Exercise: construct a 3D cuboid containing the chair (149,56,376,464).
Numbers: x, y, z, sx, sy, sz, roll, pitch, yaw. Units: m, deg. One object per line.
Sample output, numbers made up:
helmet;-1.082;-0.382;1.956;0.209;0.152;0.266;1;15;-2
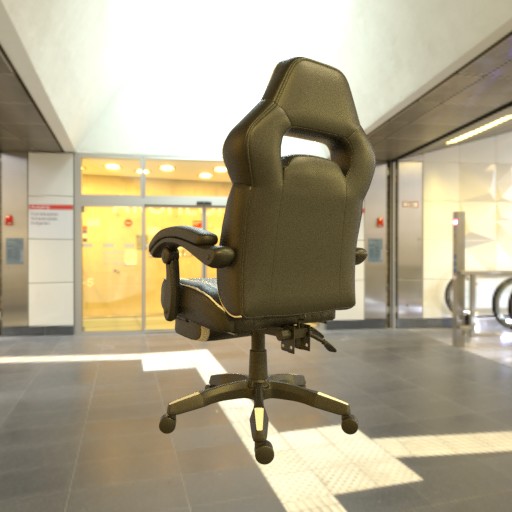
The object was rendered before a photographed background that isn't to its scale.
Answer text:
chair;0.000;0.000;1.617;0.676;1.200;0.700;0;0;-36
